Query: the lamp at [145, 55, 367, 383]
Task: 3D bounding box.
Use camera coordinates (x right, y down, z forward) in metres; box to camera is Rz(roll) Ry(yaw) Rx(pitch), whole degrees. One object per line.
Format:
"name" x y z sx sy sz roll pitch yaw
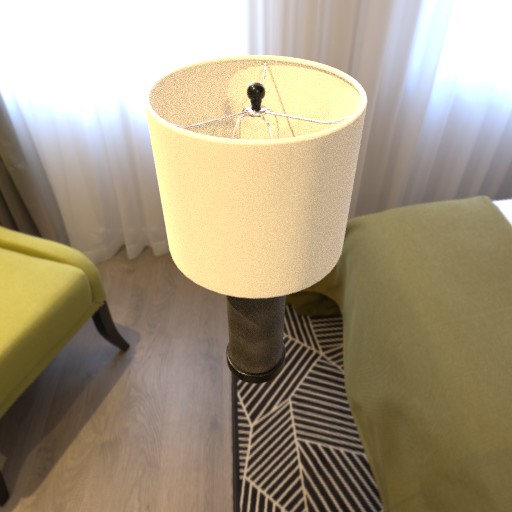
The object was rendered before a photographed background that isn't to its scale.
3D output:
"lamp" 0.000 0.000 0.819 0.305 0.634 0.305 -24 47 -25
